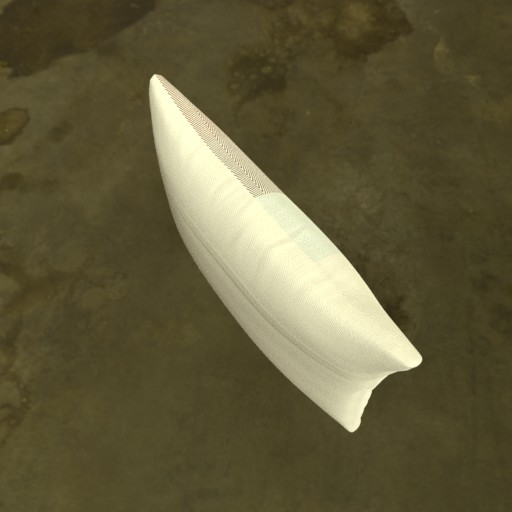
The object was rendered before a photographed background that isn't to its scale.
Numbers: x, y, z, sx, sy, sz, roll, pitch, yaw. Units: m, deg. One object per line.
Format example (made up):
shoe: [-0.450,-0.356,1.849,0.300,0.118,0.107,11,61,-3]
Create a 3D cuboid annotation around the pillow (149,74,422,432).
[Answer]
pillow: [0.000,0.000,0.630,0.139,0.305,0.506,-31,63,-18]
